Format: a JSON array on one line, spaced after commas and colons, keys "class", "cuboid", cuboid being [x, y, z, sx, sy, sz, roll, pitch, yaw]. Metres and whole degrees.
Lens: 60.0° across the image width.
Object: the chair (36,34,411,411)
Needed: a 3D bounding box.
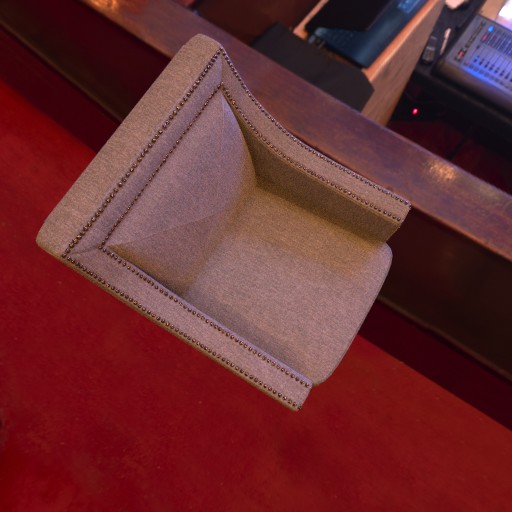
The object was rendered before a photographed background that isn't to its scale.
[{"class": "chair", "cuboid": [0.000, 0.000, 1.597, 0.884, 0.967, 0.776, 30, 76, 8]}]
